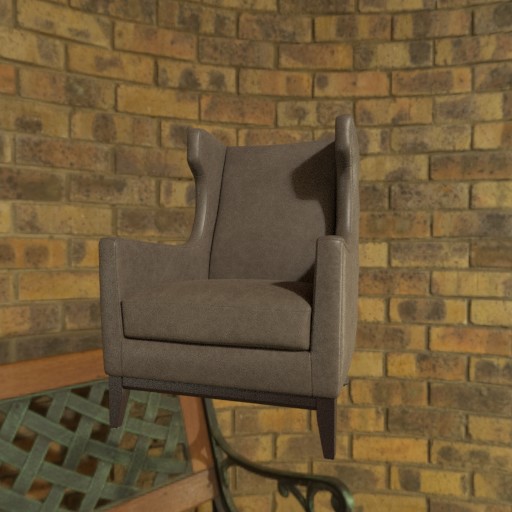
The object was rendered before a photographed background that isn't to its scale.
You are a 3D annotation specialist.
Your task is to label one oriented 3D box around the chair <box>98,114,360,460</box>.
[{"bbox_3d":[0.000,0.000,1.665,0.769,1.079,0.899,0,1,18],"label":"chair"}]
